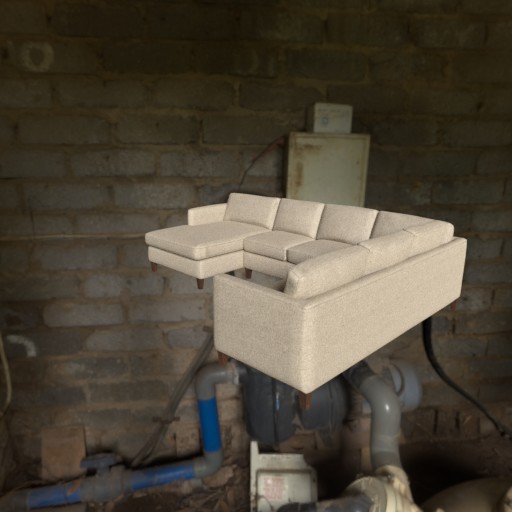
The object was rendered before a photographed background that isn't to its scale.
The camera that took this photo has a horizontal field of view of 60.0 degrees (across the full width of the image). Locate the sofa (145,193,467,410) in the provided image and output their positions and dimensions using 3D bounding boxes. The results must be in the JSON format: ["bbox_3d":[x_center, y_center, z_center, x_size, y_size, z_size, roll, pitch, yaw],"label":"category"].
[{"bbox_3d":[0.000,0.000,4.772,2.593,0.959,3.460,-15,21,-43],"label":"sofa"}]
